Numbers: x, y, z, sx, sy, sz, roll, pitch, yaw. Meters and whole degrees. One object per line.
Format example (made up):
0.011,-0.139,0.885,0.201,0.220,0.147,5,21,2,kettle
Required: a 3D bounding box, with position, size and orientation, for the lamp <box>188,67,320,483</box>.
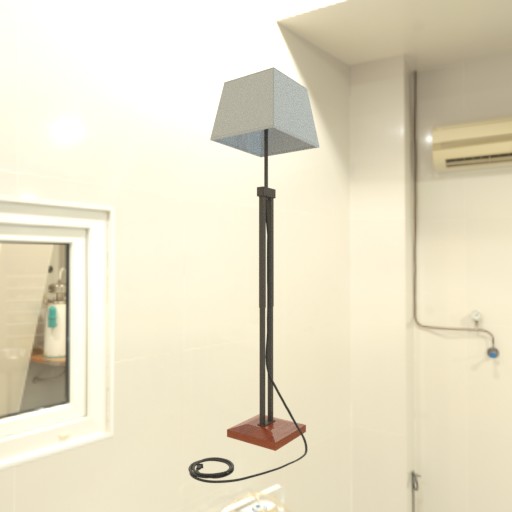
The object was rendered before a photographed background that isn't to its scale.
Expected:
0.000,0.000,1.984,0.472,1.712,0.745,-1,-1,36,lamp
